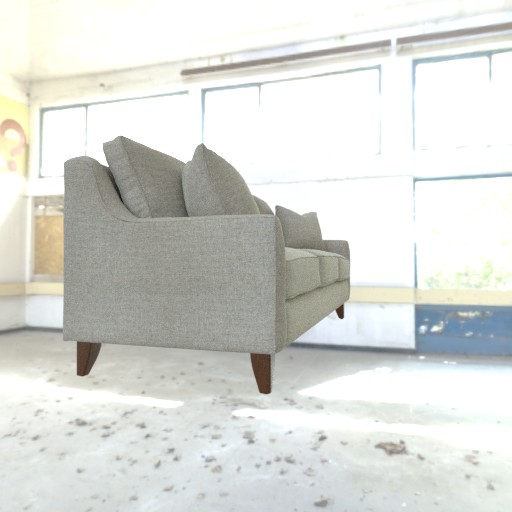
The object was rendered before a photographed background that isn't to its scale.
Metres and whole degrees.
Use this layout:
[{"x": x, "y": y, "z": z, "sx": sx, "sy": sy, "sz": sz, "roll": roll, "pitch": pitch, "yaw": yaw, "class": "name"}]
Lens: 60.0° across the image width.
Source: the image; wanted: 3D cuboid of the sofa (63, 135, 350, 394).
[{"x": 0.000, "y": 0.000, "z": 2.465, "sx": 0.865, "sy": 0.914, "sz": 2.031, "roll": 0, "pitch": 0, "yaw": 18, "class": "sofa"}]
